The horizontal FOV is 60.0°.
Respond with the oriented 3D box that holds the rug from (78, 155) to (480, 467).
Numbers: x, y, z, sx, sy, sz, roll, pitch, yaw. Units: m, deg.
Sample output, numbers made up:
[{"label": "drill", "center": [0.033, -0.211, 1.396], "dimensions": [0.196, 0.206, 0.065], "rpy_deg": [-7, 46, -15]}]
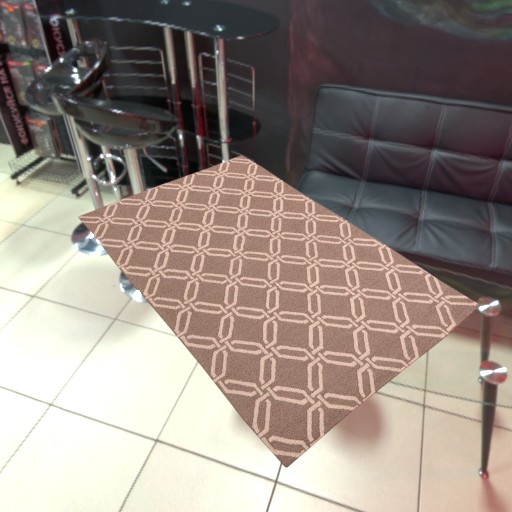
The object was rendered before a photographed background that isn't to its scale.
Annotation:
[{"label": "rug", "center": [0.000, 0.000, 2.187], "dimensions": [1.142, 0.010, 1.748], "rpy_deg": [-27, 48, -28]}]
